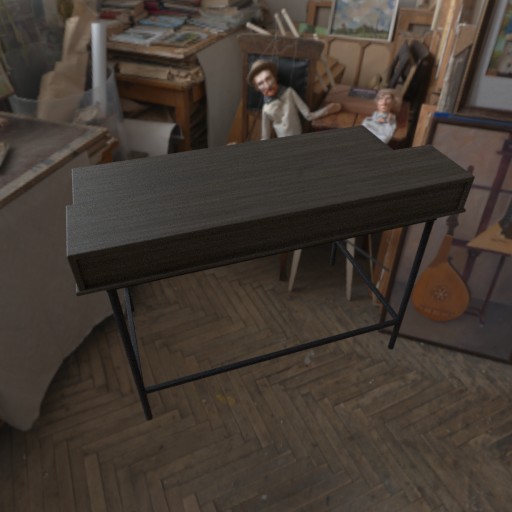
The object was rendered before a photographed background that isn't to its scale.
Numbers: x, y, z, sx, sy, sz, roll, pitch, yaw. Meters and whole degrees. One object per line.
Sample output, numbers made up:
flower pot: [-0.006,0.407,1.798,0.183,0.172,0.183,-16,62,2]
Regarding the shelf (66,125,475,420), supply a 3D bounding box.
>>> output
shelf: [0.000,0.000,1.744,1.212,0.865,0.685,-12,42,-14]
